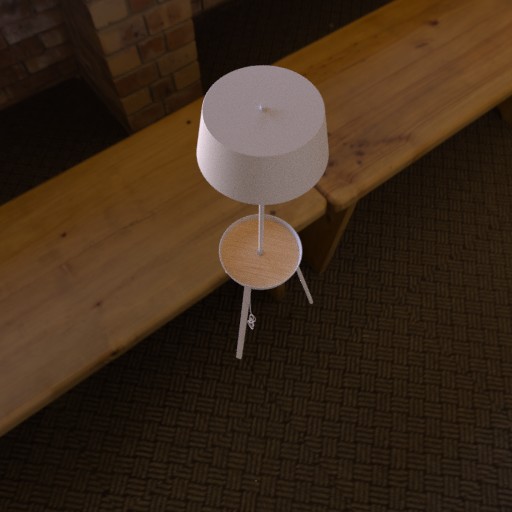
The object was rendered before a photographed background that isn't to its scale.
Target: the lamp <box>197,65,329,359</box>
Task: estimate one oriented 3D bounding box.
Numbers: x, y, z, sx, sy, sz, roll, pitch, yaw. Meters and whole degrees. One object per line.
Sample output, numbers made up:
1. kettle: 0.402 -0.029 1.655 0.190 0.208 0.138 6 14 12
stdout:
1. lamp: 0.000 0.000 1.693 0.508 1.429 0.468 19 65 9
